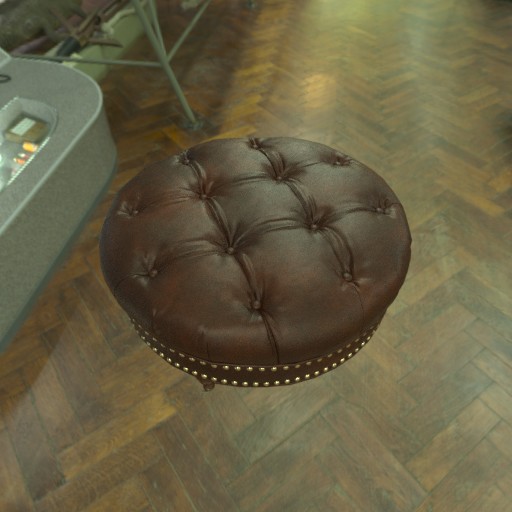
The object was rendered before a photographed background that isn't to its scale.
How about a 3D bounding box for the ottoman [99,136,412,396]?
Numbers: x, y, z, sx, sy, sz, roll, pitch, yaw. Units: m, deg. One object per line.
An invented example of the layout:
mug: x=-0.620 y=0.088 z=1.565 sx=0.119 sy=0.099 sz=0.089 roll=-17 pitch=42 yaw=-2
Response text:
ottoman: x=0.000 y=0.000 z=1.402 sx=0.901 sy=0.455 sz=0.901 roll=0 pitch=46 yaw=0
